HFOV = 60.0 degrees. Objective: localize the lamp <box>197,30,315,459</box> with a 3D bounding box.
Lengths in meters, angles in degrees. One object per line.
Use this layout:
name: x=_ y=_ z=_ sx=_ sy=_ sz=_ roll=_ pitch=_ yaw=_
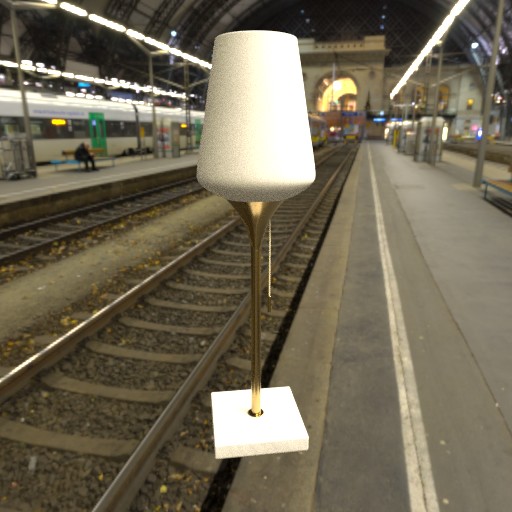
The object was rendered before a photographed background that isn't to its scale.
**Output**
lamp: x=0.000 y=0.000 z=0.716 sx=0.181 sy=0.639 sz=0.181 roll=-2 pitch=16 yaw=-8
